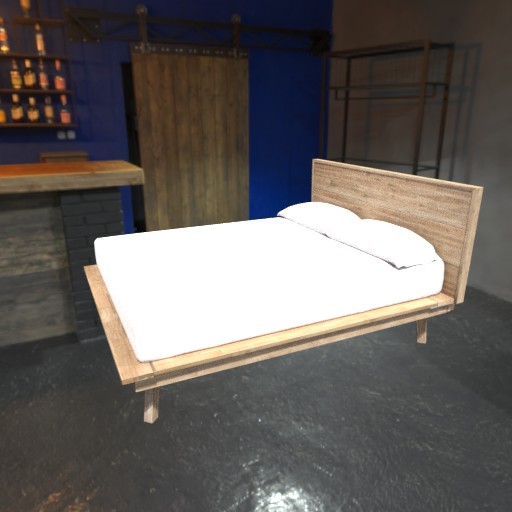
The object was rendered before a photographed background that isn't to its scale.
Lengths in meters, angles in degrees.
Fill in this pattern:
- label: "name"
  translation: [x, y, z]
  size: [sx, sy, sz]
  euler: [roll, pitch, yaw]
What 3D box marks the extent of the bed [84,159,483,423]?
- label: "bed"
  translation: [0.000, 0.000, 3.092]
  size: [2.145, 1.071, 1.759]
  euler: [-9, 20, -24]
